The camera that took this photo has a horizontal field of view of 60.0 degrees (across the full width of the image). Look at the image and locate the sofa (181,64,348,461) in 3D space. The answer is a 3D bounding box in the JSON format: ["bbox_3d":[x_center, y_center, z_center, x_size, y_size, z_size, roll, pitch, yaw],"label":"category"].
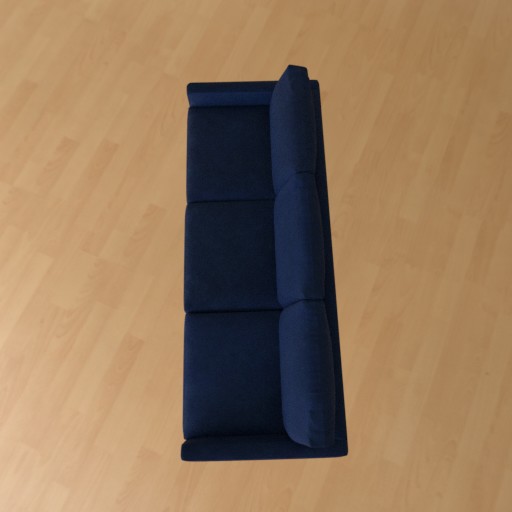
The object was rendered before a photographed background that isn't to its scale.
[{"bbox_3d":[0.000,0.000,2.698,0.875,0.879,2.252,-2,74,0],"label":"sofa"}]
